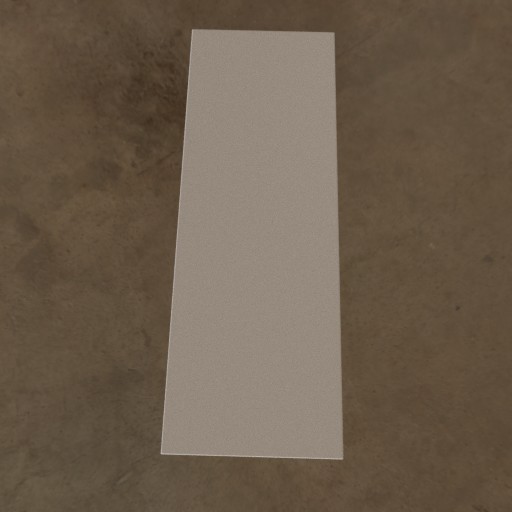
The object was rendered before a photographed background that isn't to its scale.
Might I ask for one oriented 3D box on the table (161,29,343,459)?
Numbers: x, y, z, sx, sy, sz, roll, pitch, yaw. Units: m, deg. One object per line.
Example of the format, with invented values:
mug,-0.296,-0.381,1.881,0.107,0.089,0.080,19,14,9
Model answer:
table,0.000,0.000,1.432,0.397,0.753,1.068,1,76,0
